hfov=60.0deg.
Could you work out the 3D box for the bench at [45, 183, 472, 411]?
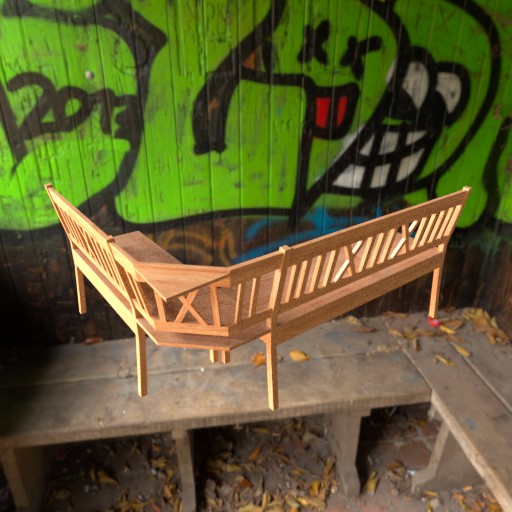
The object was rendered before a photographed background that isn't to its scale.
[{"bbox_3d":[0.000,0.000,2.755,1.937,0.902,1.537,-18,31,-33],"label":"bench"}]
